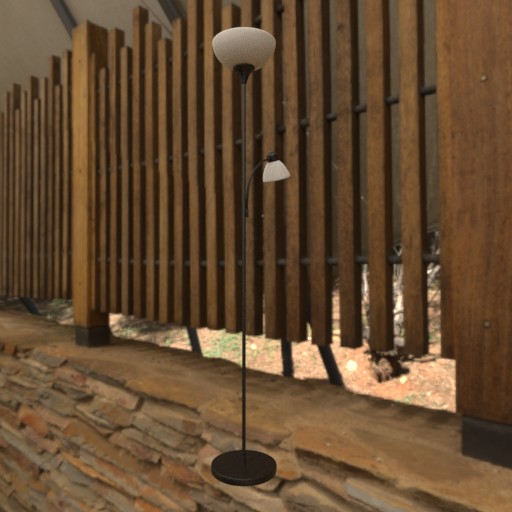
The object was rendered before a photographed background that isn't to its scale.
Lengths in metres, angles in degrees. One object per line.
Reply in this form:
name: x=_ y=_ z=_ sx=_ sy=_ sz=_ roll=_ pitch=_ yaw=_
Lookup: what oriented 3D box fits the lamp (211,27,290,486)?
lamp: x=0.000 y=0.000 z=1.943 sx=0.279 sy=1.804 sz=0.442 roll=-1 pitch=-1 yaw=37
